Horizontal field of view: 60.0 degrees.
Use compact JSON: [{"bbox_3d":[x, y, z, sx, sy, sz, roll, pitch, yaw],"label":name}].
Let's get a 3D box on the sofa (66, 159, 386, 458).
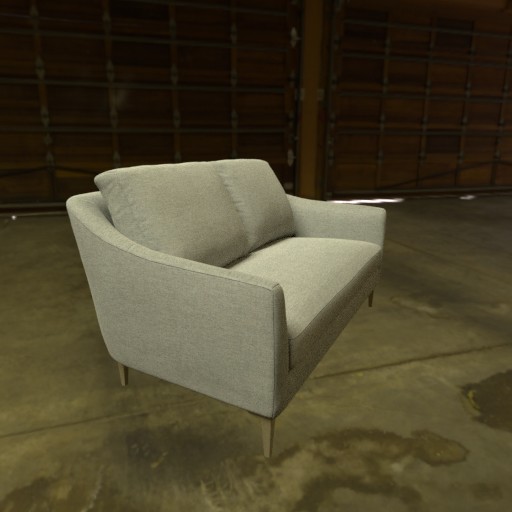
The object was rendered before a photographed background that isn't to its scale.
[{"bbox_3d":[0.000,0.000,2.166,0.960,0.904,1.619,7,16,26],"label":"sofa"}]
